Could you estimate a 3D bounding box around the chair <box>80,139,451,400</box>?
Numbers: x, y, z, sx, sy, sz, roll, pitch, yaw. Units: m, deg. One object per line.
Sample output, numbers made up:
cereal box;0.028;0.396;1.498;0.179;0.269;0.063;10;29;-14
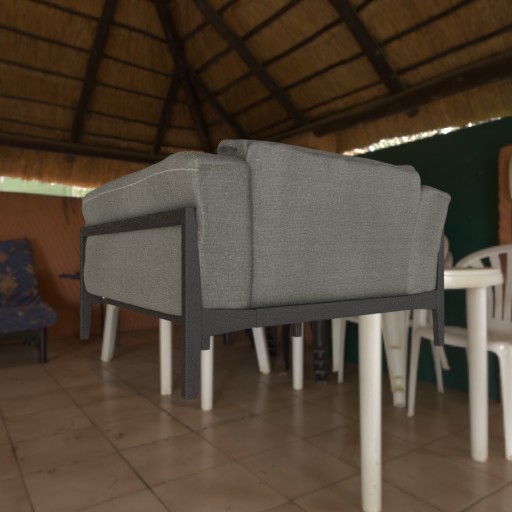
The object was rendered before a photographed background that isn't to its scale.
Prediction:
chair;0.000;0.000;1.658;1.056;0.646;0.969;0;0;-36
